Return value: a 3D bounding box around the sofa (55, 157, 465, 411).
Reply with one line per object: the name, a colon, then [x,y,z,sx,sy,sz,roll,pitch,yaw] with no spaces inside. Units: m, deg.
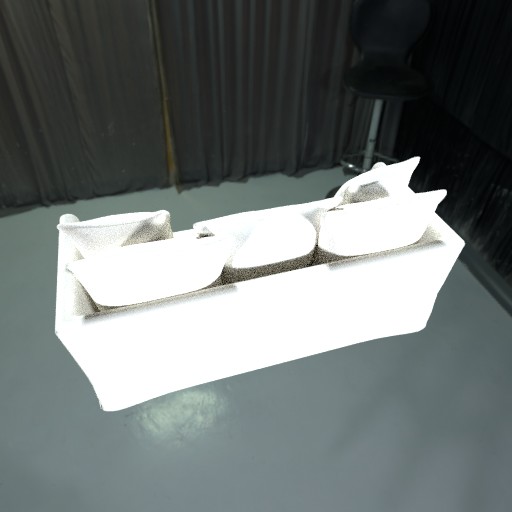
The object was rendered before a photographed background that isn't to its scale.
sofa: [0.000,0.000,2.833,2.290,1.034,1.031,-11,43,-13]
